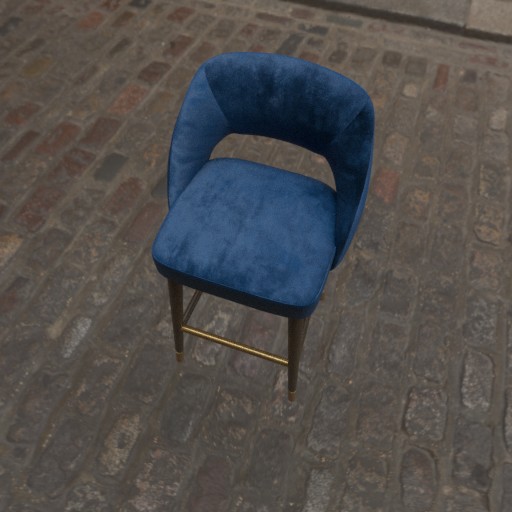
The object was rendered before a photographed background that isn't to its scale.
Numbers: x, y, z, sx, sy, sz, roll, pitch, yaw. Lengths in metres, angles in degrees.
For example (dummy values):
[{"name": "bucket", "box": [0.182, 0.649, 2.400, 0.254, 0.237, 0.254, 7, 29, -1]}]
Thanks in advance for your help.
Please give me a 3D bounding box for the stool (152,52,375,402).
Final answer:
[{"name": "stool", "box": [0.000, 0.000, 1.330, 0.514, 1.016, 0.515, 17, 61, 10]}]
